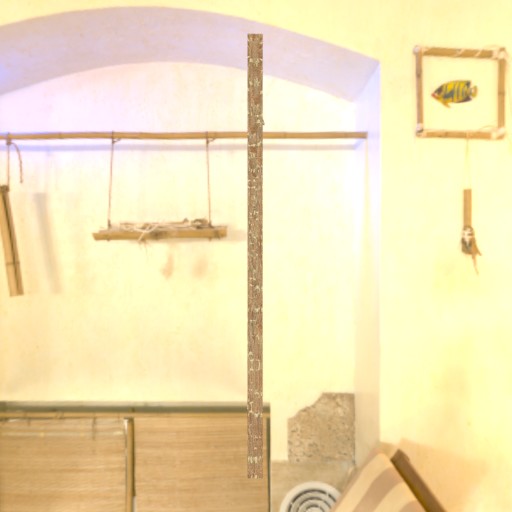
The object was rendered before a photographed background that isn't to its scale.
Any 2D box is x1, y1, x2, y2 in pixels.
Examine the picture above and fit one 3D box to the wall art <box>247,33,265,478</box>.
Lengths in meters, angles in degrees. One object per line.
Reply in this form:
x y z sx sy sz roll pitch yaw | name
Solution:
0.000 0.000 0.569 0.022 0.380 0.380 0 0 -1 | wall art
